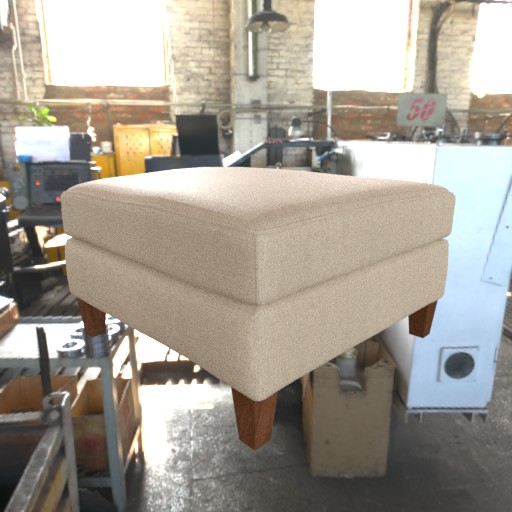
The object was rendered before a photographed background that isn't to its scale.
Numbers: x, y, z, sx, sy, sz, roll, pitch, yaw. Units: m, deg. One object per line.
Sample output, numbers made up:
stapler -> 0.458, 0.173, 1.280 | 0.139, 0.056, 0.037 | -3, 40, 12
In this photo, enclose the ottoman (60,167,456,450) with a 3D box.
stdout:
ottoman -> 0.000, 0.000, 1.325 | 0.838, 0.503, 0.838 | -14, 21, -43
